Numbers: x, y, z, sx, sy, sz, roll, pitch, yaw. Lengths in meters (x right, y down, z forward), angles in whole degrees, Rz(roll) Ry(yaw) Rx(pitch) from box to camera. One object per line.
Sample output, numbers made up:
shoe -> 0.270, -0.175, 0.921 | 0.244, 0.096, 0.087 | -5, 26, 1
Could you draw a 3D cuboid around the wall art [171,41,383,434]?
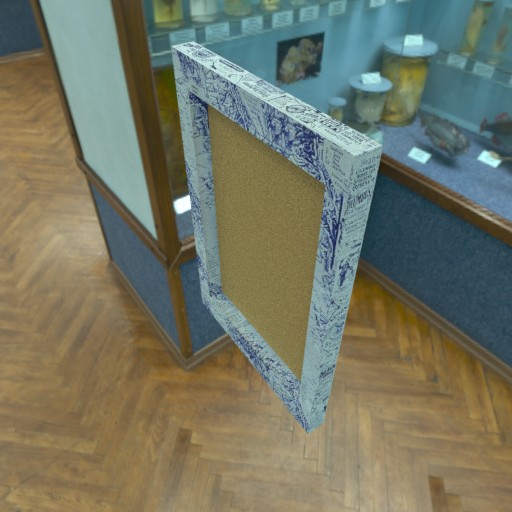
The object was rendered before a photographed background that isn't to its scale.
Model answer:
wall art -> 0.000, 0.000, 0.487 | 0.025, 0.376, 0.255 | -25, 48, -25
